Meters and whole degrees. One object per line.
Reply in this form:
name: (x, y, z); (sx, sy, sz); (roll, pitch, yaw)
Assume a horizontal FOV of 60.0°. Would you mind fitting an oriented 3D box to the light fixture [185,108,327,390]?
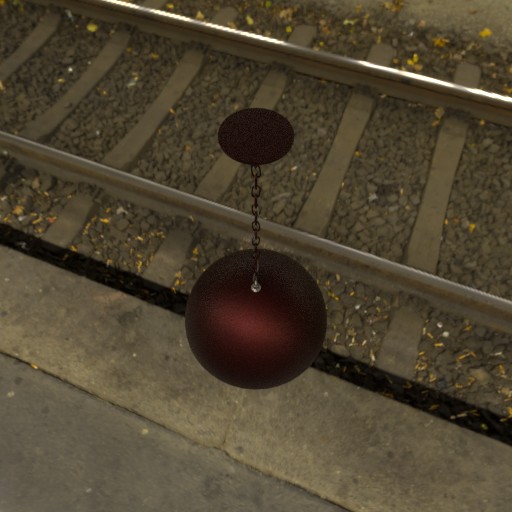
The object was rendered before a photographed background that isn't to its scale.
light fixture: (0.000, 0.000, 1.176); (0.492, 0.869, 0.492); (1, 60, 0)
